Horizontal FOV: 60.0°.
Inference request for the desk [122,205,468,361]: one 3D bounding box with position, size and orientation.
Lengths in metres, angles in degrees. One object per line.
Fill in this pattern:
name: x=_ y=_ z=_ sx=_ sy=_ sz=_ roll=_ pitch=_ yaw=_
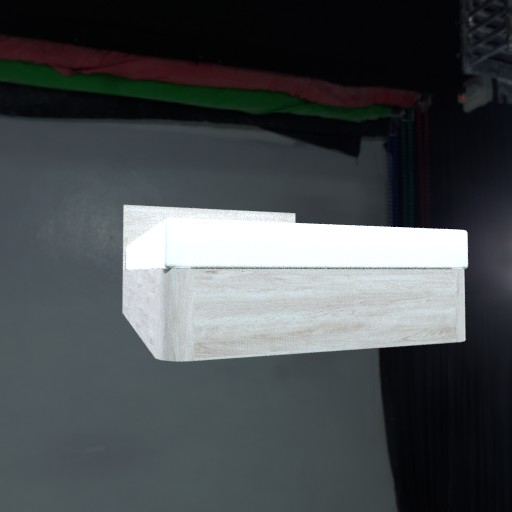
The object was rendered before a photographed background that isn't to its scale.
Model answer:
desk: x=0.000 y=0.000 z=2.637 sx=1.400 sy=0.800 sz=1.900 roll=1 pitch=-2 yaw=-20
